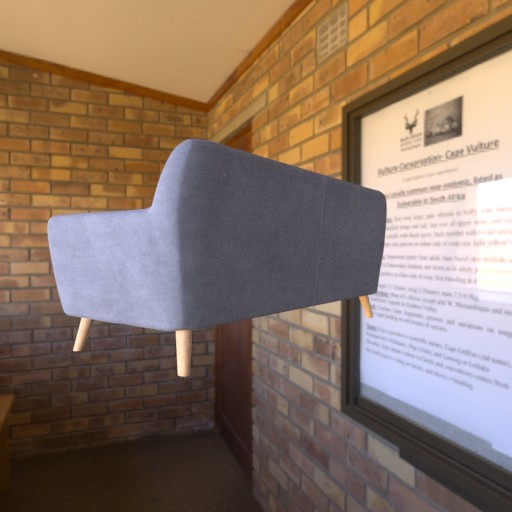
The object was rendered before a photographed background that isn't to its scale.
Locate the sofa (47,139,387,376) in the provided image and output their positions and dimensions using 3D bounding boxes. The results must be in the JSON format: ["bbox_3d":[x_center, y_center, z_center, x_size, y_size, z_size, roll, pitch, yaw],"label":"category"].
[{"bbox_3d":[0.000,0.000,2.444,0.830,0.830,1.970,0,1,36],"label":"sofa"}]
